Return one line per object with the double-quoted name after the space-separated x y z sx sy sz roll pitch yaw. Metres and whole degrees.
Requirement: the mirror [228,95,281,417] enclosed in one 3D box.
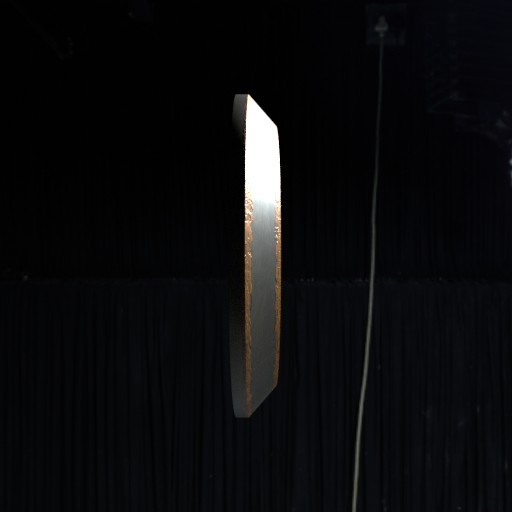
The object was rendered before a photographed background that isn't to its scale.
0.000 0.000 1.325 0.111 0.907 0.907 0 0 0 "mirror"
